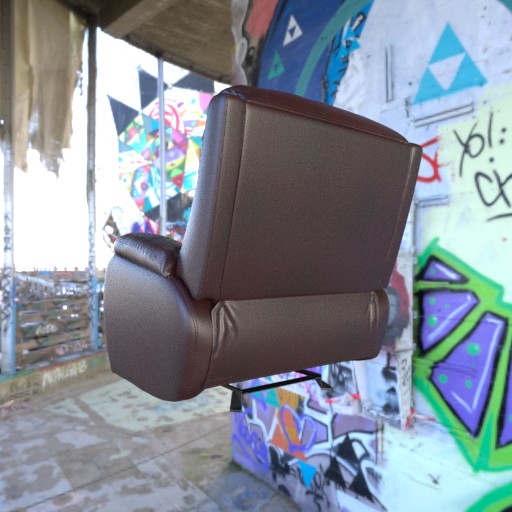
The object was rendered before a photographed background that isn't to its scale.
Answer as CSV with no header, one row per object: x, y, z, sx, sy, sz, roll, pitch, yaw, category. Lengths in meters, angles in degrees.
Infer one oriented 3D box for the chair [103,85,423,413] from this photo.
0.000,0.000,1.710,0.930,1.011,0.899,1,-1,-36,chair
